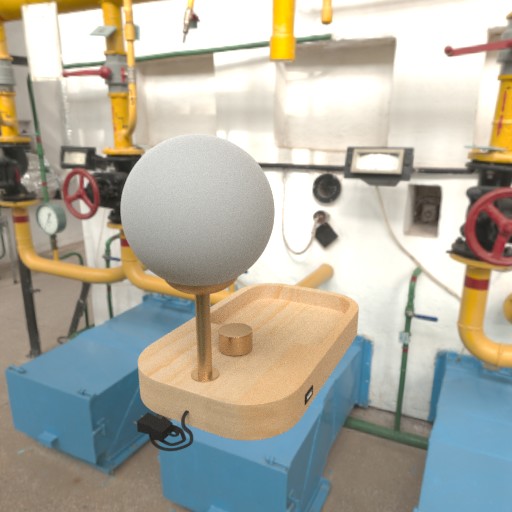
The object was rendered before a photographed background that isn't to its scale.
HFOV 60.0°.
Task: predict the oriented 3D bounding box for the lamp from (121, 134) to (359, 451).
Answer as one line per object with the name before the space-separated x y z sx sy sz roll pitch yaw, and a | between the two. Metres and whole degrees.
lamp | 0.000 0.000 0.472 0.173 0.253 0.331 8 18 26
